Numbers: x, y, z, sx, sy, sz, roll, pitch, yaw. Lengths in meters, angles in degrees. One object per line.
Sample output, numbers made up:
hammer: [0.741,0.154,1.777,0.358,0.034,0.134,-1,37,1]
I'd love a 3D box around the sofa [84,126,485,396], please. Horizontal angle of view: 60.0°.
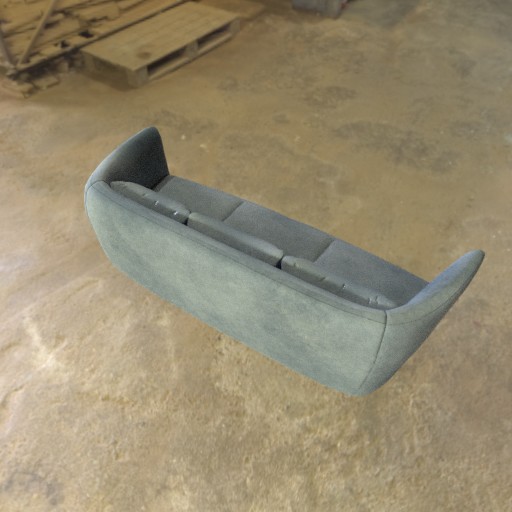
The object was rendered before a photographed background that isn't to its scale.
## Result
sofa: [0.000,0.000,2.459,2.095,0.795,0.849,25,52,21]
